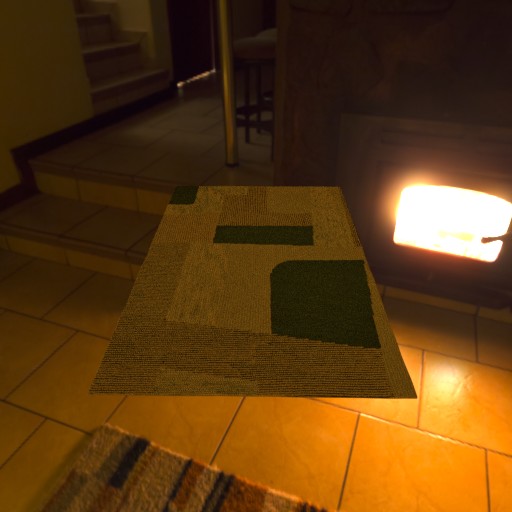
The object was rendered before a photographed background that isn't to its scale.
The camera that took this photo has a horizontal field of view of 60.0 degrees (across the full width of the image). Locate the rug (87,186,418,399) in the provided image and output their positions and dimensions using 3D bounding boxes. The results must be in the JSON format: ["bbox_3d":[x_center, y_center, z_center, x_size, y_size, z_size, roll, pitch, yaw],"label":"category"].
[{"bbox_3d":[0.000,0.000,3.064,1.521,0.015,2.436,0,32,1],"label":"rug"}]
